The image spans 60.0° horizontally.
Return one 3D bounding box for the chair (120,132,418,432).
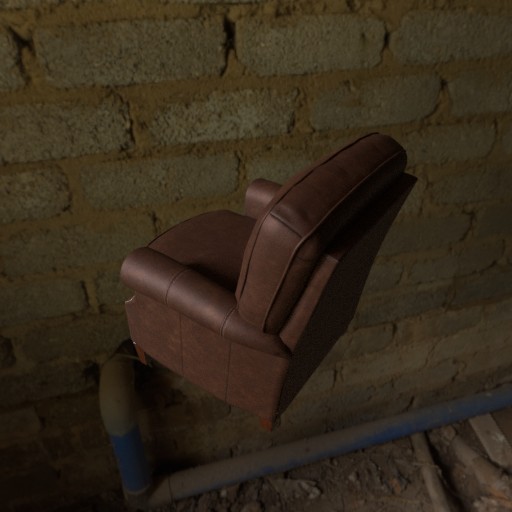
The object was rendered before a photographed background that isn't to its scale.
[{"bbox_3d":[0.000,0.000,1.809,0.986,1.018,0.936,20,38,28],"label":"chair"}]
